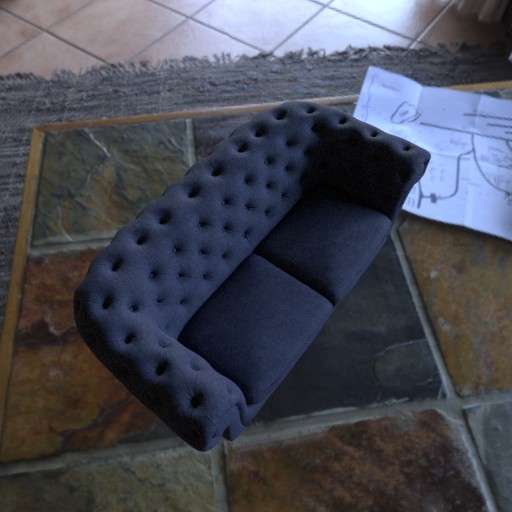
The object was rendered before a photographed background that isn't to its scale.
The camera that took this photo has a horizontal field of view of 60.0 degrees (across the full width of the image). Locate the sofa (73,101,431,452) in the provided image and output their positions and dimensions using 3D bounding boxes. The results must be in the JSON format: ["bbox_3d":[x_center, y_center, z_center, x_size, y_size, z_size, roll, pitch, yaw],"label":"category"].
[{"bbox_3d":[0.000,0.000,2.540,1.082,0.833,1.988,33,64,19],"label":"sofa"}]
